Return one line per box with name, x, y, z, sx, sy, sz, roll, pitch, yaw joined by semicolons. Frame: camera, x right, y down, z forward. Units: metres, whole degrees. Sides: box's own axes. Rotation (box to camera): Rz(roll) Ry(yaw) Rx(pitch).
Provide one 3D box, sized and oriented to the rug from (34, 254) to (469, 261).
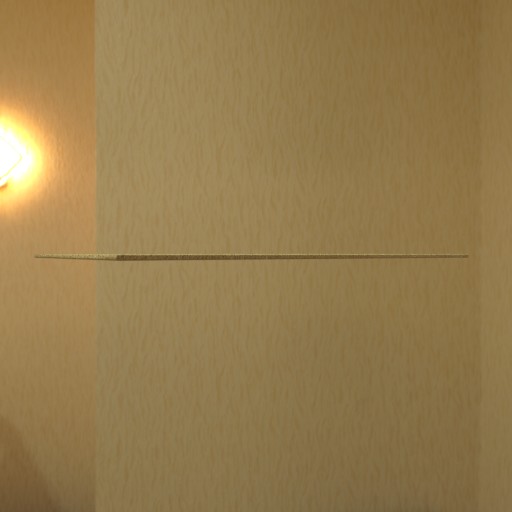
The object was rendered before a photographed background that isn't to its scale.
rug;0.000;0.000;3.305;2.699;0.025;1.800;0;0;-36
